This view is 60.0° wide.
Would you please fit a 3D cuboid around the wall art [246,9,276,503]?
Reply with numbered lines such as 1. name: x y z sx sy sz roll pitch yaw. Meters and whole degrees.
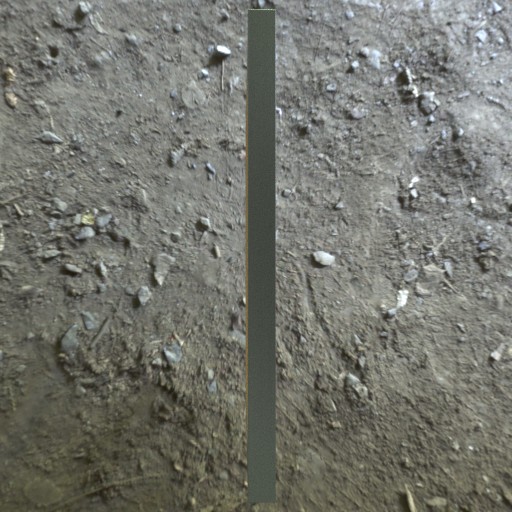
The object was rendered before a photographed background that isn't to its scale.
1. wall art: 0.000 0.000 0.728 0.032 0.456 0.557 0 90 -2
